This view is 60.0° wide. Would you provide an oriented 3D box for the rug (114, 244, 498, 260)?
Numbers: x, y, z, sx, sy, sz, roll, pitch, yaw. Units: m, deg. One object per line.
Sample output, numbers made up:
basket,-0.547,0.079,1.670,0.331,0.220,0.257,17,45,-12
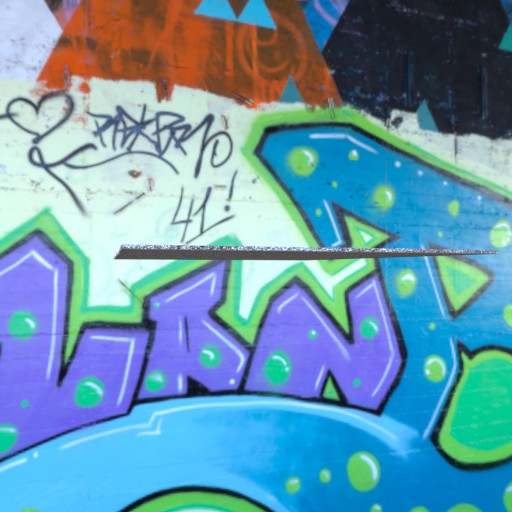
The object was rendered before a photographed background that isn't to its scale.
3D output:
rug,0.000,0.000,3.983,2.401,0.025,3.000,0,-2,-18
